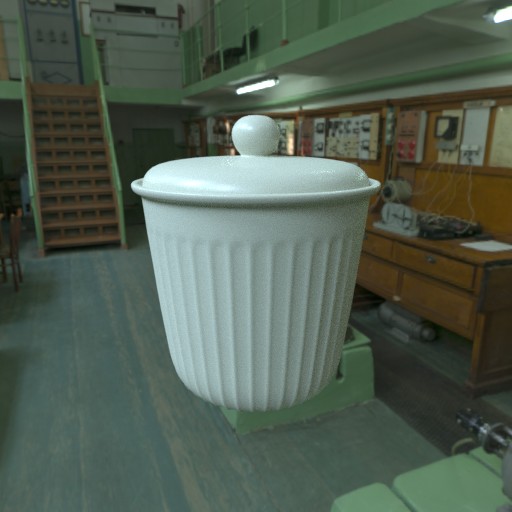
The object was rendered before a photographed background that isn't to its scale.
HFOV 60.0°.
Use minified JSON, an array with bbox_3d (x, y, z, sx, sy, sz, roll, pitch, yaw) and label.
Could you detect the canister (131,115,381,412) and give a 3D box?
[{"bbox_3d":[0.000,0.000,0.347,0.181,0.211,0.181,0,15,0],"label":"canister"}]
